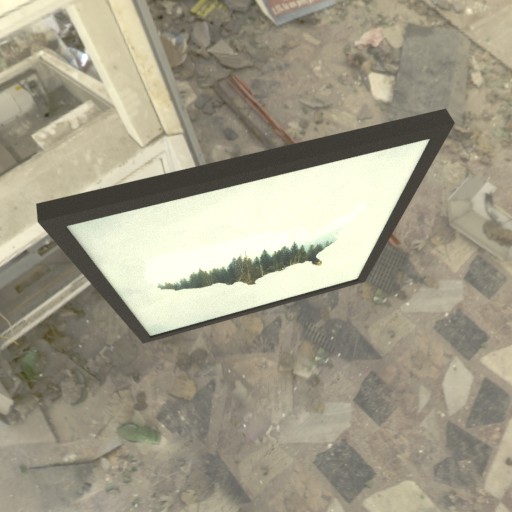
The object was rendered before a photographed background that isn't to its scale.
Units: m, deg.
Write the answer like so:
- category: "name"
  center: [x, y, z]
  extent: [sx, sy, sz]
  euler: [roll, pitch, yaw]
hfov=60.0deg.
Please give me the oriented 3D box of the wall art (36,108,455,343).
- category: "wall art"
  center: [0.000, 0.000, 1.129]
  extent: [0.763, 0.763, 0.038]
  euler: [-15, 65, -7]
